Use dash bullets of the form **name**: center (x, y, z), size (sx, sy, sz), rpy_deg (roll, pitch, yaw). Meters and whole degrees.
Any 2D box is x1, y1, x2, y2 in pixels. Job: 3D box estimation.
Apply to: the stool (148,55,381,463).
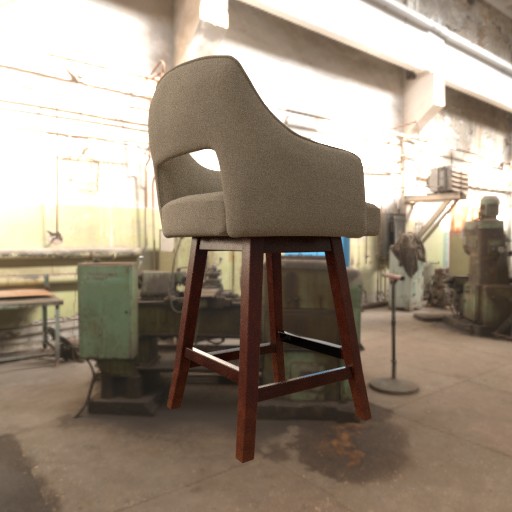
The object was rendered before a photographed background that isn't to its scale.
- **stool**: center (0.000, 0.000, 1.276), size (0.560, 0.936, 0.550), rpy_deg (-1, 2, -35)
